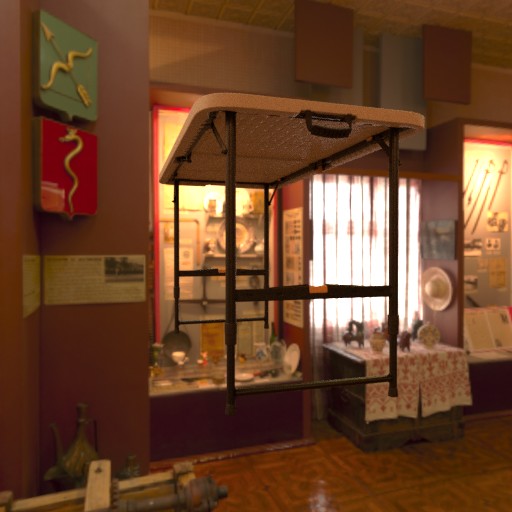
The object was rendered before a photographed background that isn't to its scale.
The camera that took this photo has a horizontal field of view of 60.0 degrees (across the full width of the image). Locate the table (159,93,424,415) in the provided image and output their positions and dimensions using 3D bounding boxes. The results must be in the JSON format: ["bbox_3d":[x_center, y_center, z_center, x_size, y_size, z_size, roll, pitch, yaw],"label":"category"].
[{"bbox_3d":[0.000,0.000,1.617,0.611,0.737,1.245,0,1,-17],"label":"table"}]
